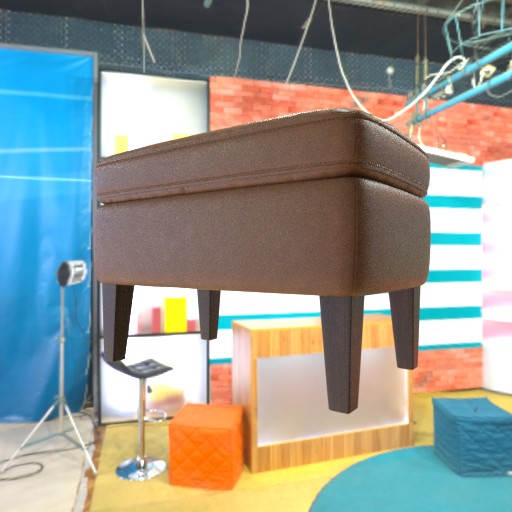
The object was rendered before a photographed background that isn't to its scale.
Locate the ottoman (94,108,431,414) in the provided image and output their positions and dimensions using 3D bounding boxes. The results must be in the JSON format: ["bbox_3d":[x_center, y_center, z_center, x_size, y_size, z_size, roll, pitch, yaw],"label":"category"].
[{"bbox_3d":[0.000,0.000,0.974,0.670,0.480,0.420,0,0,36],"label":"ottoman"}]
